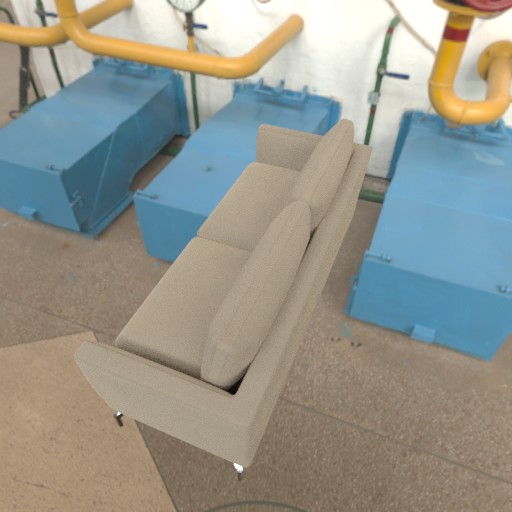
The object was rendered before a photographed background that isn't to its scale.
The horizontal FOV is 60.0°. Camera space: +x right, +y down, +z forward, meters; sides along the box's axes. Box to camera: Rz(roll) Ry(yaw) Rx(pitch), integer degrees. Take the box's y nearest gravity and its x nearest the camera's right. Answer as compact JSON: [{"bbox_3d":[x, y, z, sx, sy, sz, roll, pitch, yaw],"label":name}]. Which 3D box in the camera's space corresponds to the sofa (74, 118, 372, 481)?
[{"bbox_3d":[0.000,0.000,2.705,0.868,1.005,2.214,17,48,16],"label":"sofa"}]
